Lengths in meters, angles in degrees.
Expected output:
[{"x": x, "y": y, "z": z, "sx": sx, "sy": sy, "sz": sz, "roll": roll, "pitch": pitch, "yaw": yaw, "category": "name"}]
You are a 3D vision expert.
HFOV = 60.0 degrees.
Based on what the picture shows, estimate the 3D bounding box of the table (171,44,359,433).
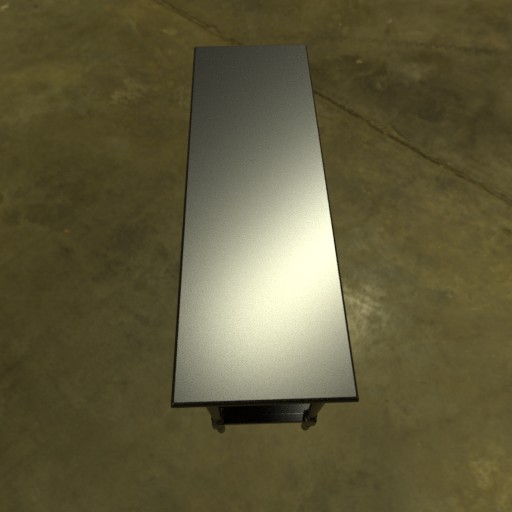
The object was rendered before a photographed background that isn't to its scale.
[{"x": 0.000, "y": 0.000, "z": 1.554, "sx": 0.386, "sy": 0.819, "sz": 1.191, "roll": -2, "pitch": 59, "yaw": -1, "category": "table"}]
